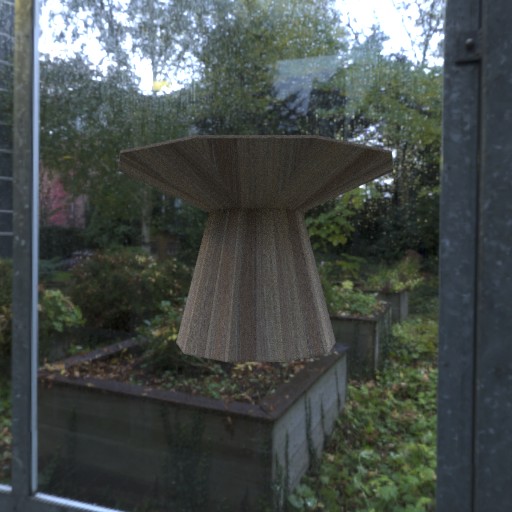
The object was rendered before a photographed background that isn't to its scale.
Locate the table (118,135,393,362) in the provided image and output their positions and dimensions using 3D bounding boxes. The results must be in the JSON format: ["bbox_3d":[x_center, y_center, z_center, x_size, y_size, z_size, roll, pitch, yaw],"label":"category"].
[{"bbox_3d":[0.000,0.000,1.918,1.186,0.752,1.186,0,1,0],"label":"table"}]
